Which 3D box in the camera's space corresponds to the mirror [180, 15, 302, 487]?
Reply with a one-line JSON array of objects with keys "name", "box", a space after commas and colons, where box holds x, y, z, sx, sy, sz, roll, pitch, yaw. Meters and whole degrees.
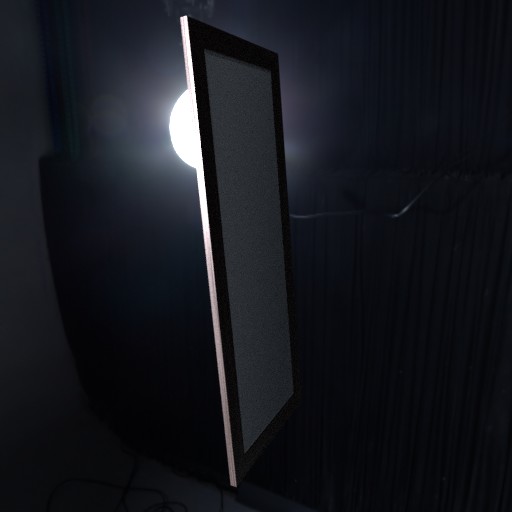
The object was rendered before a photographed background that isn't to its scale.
[{"name": "mirror", "box": [0.000, 0.000, 2.220, 0.221, 2.020, 0.812, 7, 16, 27]}]
